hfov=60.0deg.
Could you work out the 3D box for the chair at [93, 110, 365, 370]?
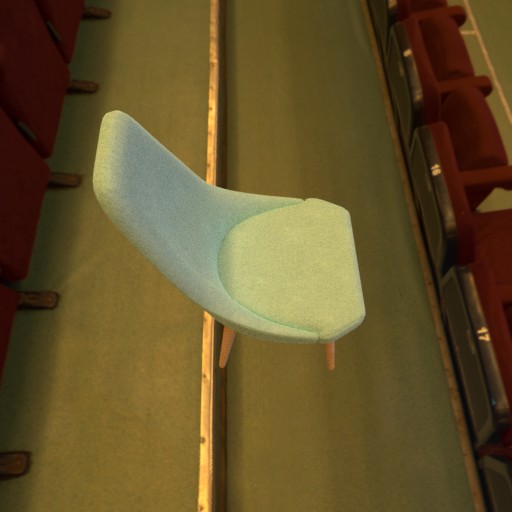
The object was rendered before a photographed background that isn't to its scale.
[{"bbox_3d":[0.000,0.000,1.377,0.660,1.040,0.510,-2,63,-1],"label":"chair"}]
